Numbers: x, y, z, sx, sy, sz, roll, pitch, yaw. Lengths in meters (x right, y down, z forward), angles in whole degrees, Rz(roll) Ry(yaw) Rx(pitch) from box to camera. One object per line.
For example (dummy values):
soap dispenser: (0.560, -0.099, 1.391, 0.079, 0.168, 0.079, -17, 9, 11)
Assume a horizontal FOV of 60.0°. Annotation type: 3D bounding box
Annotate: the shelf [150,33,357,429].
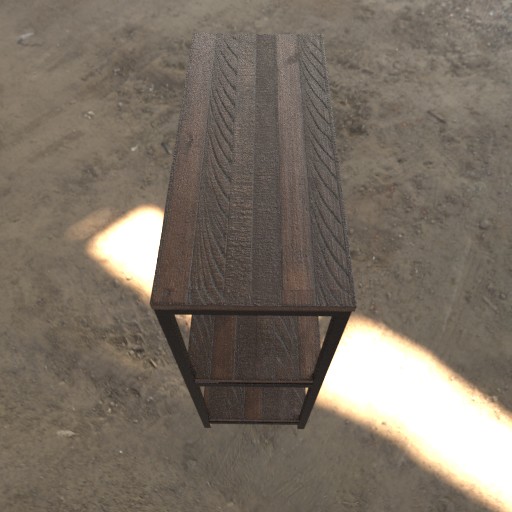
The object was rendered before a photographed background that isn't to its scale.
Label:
shelf: (0.000, 0.000, 1.373, 0.352, 0.947, 0.822, 1, 57, 0)
